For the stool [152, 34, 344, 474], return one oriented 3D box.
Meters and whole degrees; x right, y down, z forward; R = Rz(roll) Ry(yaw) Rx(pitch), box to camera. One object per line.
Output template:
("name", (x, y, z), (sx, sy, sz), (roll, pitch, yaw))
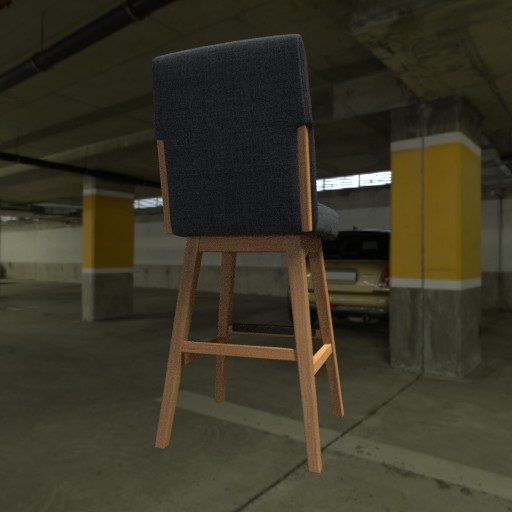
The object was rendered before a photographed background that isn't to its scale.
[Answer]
("stool", (0.000, 0.000, 1.398), (0.483, 1.112, 0.570), (0, 0, 19))
